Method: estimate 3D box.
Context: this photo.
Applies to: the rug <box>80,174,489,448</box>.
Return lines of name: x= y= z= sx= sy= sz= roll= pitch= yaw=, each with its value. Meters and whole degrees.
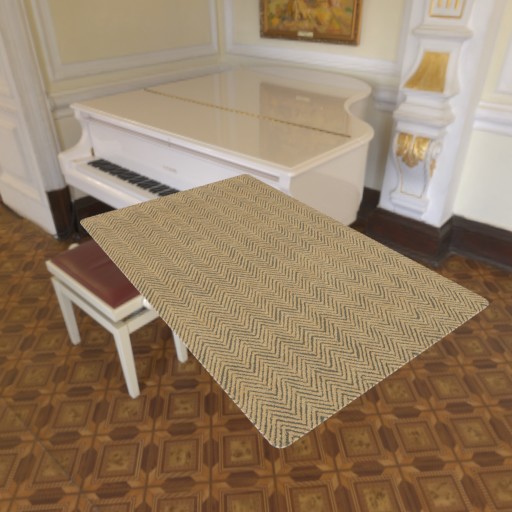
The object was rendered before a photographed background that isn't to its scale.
rug: x=0.000 y=0.000 z=2.146 sx=1.144 sy=0.008 sz=1.752 roll=-22 pitch=39 yaw=-30
